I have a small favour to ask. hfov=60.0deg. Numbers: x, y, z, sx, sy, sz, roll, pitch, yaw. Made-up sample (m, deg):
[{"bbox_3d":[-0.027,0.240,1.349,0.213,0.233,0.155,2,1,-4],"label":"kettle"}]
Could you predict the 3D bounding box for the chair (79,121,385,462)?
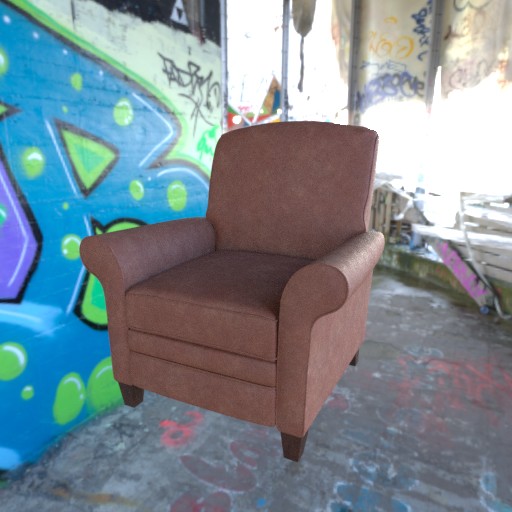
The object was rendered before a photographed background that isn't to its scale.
[{"bbox_3d":[0.000,0.000,1.758,0.978,1.061,0.902,7,16,26],"label":"chair"}]
